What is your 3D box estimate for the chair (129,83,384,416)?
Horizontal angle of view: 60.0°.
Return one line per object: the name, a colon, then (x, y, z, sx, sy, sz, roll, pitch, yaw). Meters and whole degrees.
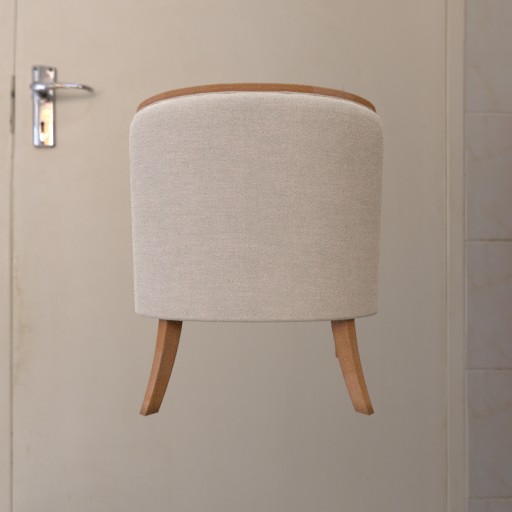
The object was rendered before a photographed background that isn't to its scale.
chair: (0.000, 0.000, 1.361, 0.711, 0.775, 0.757, 0, 0, -1)
